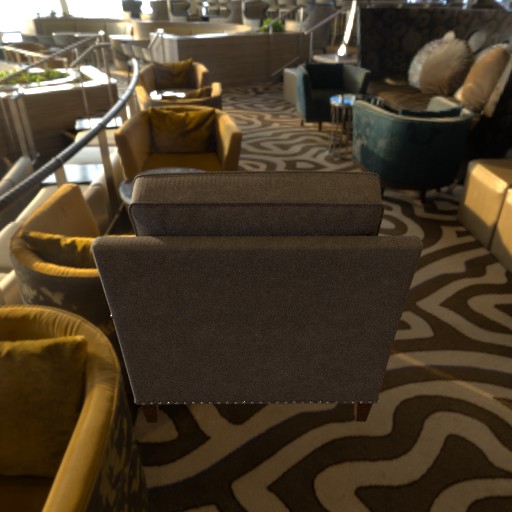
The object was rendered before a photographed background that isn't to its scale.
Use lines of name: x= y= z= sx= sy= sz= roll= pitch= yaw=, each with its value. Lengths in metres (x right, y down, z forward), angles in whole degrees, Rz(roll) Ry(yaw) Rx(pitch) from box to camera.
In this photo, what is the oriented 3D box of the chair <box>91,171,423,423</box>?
chair: x=0.000 y=0.000 z=1.712 sx=0.853 sy=0.948 sz=1.014 roll=0 pitch=31 yaw=0
